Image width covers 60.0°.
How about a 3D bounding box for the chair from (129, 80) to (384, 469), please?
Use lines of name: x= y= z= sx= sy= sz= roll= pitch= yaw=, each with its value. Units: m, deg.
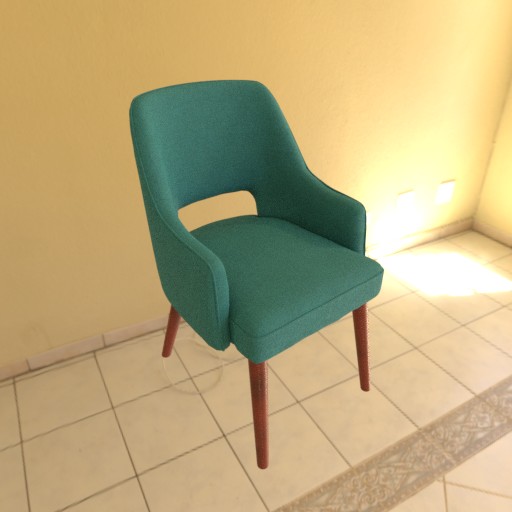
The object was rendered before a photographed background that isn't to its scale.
chair: x=0.000 y=0.000 z=1.249 sx=0.548 sy=0.849 sz=0.605 roll=-22 pitch=37 yaw=-33
